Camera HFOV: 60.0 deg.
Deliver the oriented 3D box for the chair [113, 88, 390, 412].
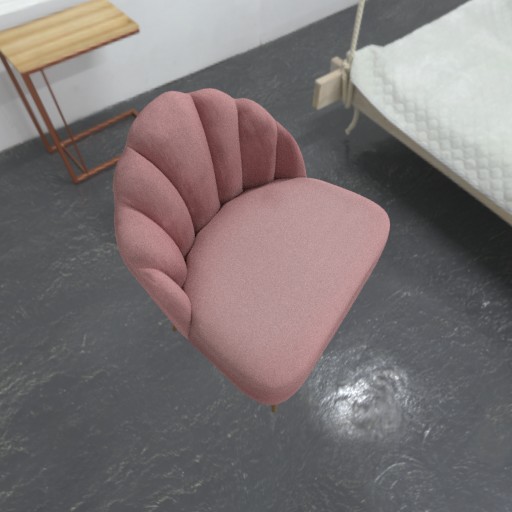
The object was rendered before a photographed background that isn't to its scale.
[{"bbox_3d":[0.000,0.000,1.277,0.599,0.819,0.657,29,62,17],"label":"chair"}]
